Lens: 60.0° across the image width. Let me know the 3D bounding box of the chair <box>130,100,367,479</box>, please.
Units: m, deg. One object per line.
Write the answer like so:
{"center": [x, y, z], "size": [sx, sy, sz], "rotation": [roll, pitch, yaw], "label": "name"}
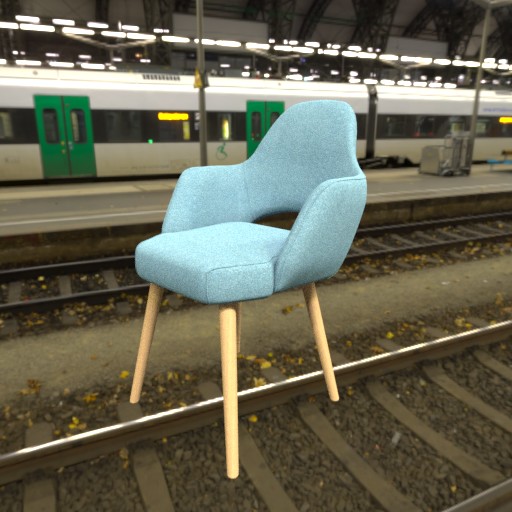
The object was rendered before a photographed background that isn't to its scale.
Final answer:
{"center": [0.000, 0.000, 1.345], "size": [0.589, 0.920, 0.666], "rotation": [15, 21, 42], "label": "chair"}
